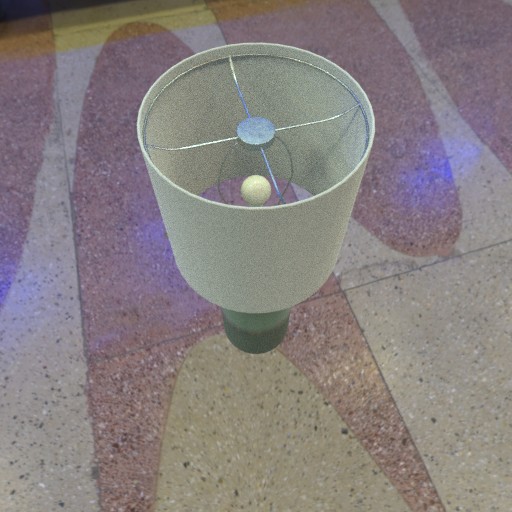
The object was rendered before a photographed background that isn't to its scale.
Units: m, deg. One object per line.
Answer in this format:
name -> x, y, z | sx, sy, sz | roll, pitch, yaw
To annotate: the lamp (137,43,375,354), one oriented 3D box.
lamp -> 0.000, 0.000, 0.608 | 0.212, 0.493, 0.212 | -13, 60, -8
